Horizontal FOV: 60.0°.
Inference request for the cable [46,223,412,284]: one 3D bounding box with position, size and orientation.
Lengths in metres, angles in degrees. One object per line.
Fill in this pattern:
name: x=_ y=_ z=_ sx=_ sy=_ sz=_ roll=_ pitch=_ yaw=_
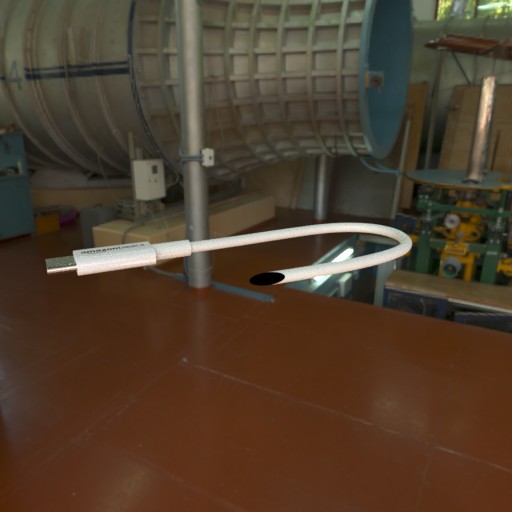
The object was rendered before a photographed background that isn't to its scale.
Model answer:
cable: x=0.000 y=0.000 z=0.115 sx=0.098 sy=0.005 sz=0.041 roll=-9 pitch=20 yaw=-25
